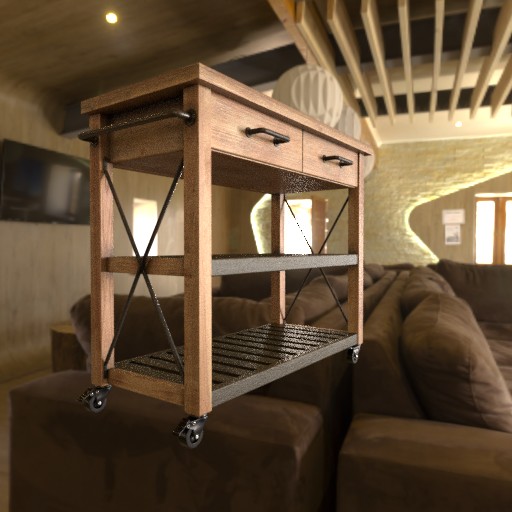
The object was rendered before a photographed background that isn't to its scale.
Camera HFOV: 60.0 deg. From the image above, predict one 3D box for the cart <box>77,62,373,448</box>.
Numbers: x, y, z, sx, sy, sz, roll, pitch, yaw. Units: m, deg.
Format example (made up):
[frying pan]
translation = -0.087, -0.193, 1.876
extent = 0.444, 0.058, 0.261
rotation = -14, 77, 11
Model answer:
[cart]
translation = 0.000, 0.000, 0.964
extent = 0.298, 0.554, 0.686
rotation = 1, 2, 36
